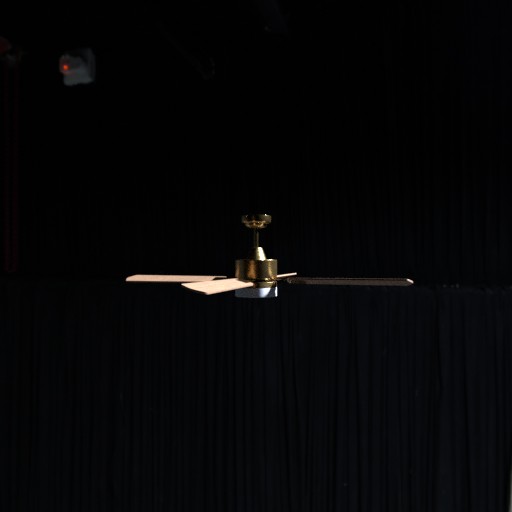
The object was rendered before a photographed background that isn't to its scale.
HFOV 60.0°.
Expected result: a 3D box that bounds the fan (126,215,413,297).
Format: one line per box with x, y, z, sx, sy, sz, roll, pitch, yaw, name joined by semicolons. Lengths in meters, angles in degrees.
0.000;0.000;1.979;1.320;0.355;1.320;0;-1;17;fan
